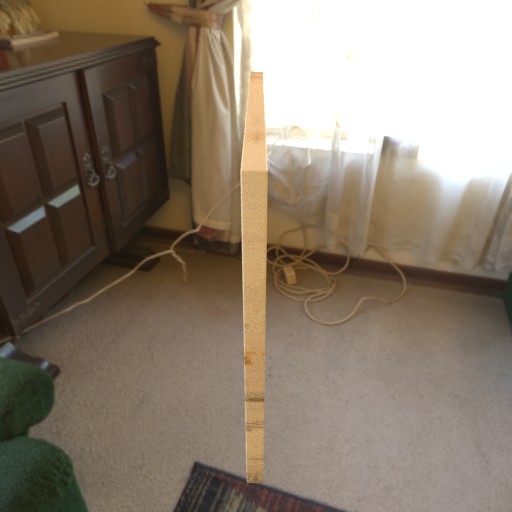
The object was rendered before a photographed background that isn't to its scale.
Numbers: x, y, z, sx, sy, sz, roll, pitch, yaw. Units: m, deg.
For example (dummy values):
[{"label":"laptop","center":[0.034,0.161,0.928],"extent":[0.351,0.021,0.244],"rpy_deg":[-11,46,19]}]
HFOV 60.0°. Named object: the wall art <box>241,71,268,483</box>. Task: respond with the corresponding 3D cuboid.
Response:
[{"label":"wall art","center":[0.000,0.000,1.131],"extent":[0.038,0.755,0.753],"rpy_deg":[0,32,0]}]
